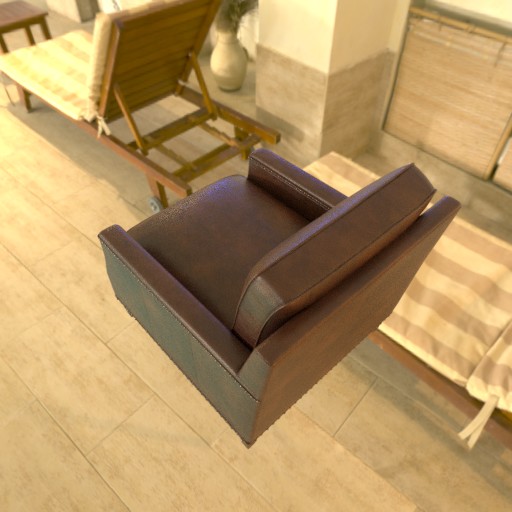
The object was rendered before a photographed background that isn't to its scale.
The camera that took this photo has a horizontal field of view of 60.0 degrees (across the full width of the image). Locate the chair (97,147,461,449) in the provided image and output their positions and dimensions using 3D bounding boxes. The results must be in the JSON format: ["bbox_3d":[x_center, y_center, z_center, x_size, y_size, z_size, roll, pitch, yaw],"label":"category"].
[{"bbox_3d":[0.000,0.000,1.699,0.853,0.929,1.014,-34,56,-27],"label":"chair"}]
